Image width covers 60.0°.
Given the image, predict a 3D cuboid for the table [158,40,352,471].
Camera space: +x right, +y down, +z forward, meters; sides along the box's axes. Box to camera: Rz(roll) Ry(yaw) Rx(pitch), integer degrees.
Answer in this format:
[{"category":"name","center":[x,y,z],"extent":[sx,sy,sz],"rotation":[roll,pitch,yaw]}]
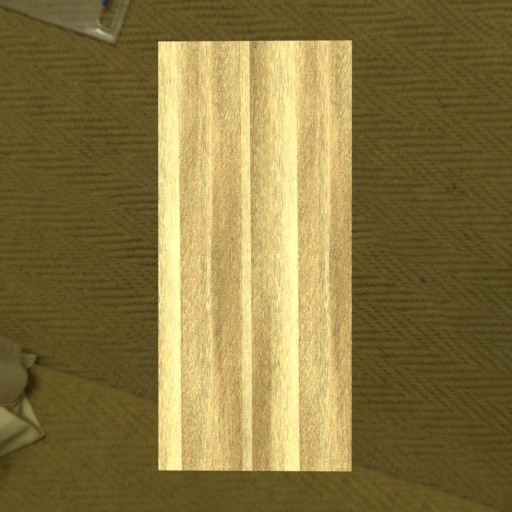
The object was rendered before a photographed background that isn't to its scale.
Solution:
[{"category":"table","center":[0.000,0.000,1.368],"extent":[0.493,0.480,1.095],"rotation":[0,90,1]}]
